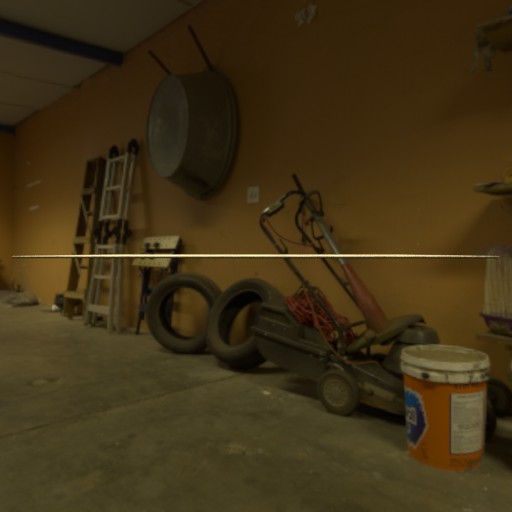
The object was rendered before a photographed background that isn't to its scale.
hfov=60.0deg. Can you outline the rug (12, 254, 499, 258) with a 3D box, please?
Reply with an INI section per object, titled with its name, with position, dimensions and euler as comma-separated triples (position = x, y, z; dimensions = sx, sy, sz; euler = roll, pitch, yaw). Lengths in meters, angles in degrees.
[rug]
position = 0.000, 0.000, 2.270
dimensions = 1.829, 0.008, 1.219
euler = 0, 0, 1
